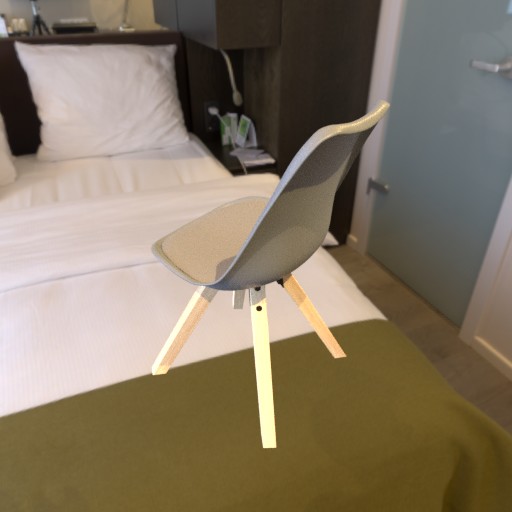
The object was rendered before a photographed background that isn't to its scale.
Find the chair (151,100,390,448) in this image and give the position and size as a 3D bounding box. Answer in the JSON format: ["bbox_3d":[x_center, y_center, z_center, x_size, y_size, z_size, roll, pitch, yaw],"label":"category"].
[{"bbox_3d":[0.000,0.000,1.210,0.550,0.850,0.485,22,38,30],"label":"chair"}]
